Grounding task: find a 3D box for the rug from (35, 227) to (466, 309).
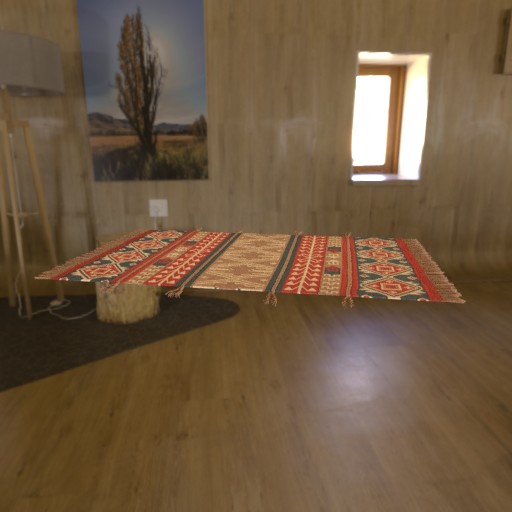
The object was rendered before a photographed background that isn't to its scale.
[{"bbox_3d":[0.000,0.000,2.603,2.025,0.040,1.469,3,15,10],"label":"rug"}]
